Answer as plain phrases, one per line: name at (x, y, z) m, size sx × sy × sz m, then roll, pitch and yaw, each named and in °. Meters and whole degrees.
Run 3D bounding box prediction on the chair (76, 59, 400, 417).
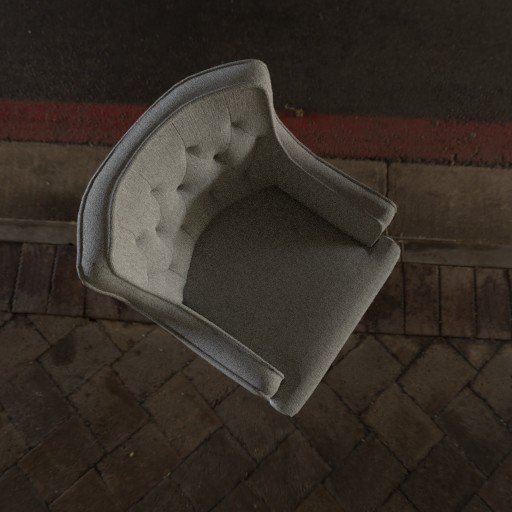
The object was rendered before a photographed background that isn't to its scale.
chair at (0.000, 0.000, 1.603) m, size 0.910 × 0.920 × 0.820 m, roll 35°, pitch 78°, yaw 8°
